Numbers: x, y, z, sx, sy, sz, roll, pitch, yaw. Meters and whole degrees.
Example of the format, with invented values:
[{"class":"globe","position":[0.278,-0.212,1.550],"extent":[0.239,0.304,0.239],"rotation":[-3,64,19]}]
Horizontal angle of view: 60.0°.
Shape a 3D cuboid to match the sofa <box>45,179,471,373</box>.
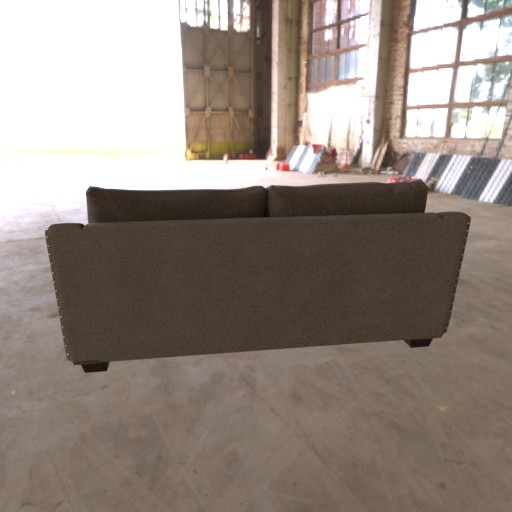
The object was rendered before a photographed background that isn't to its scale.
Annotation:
[{"class":"sofa","position":[0.000,0.000,3.345],"extent":[2.550,1.196,1.336],"rotation":[-2,16,-8]}]
